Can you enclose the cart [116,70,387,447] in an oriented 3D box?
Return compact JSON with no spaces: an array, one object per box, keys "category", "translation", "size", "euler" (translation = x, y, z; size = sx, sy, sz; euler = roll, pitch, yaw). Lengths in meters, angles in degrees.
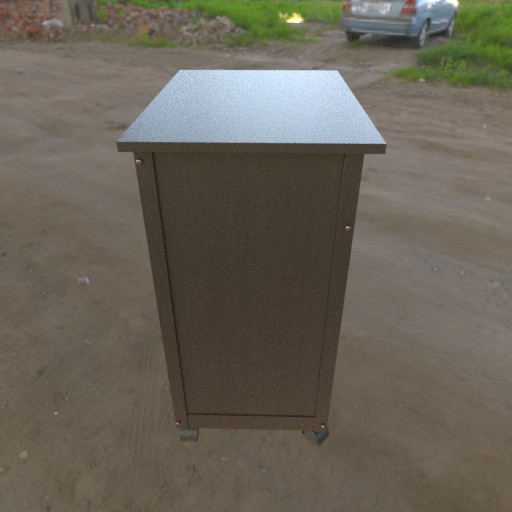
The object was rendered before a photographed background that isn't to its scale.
[{"category":"cart","translation":[0.000,0.000,1.258],"size":[0.456,0.879,0.660],"euler":[1,33,1]}]
